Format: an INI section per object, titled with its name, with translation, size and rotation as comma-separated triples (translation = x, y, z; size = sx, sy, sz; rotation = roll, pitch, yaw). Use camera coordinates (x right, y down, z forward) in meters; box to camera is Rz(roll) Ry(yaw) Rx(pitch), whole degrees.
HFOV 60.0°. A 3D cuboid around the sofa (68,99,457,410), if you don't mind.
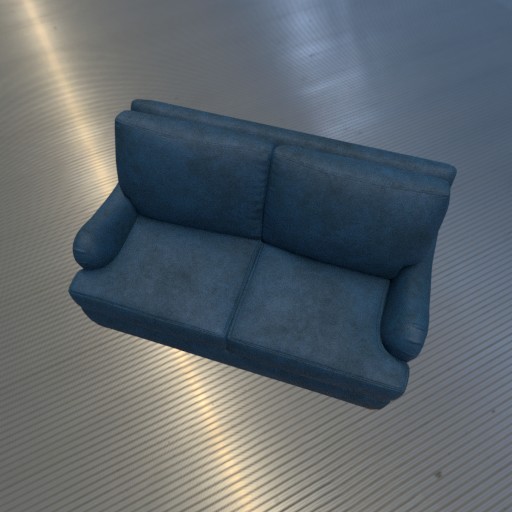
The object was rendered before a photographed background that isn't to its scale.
[sofa]
translation = 0.000, 0.000, 2.474
size = 1.853, 1.101, 1.084
rotation = 15, 59, 9
